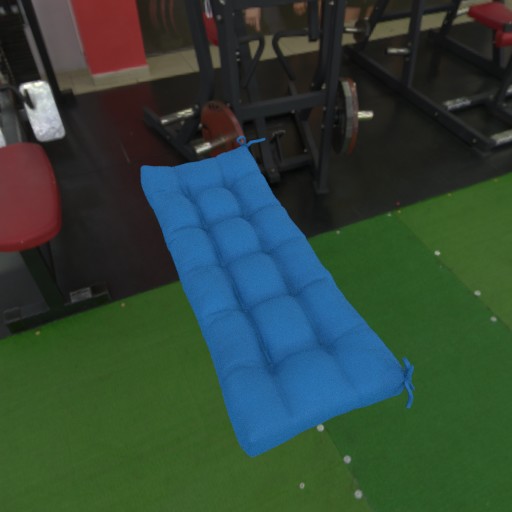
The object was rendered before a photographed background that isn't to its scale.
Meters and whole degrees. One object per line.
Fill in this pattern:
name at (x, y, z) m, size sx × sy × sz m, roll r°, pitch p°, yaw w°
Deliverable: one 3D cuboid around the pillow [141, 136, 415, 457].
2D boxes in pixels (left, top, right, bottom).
pillow at (0.000, 0.000, 1.408) m, size 0.511 × 0.174 × 1.194 m, roll -17°, pitch 49°, yaw -15°
